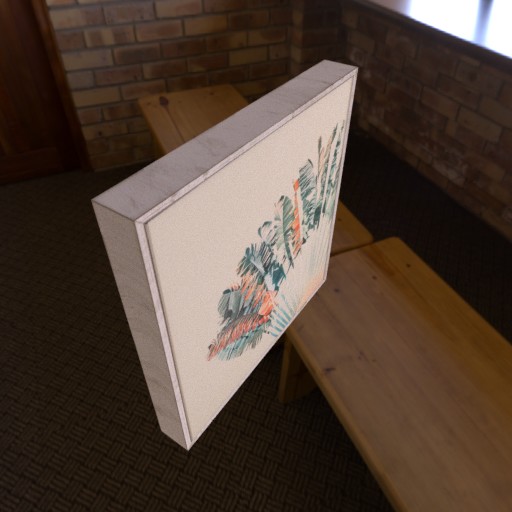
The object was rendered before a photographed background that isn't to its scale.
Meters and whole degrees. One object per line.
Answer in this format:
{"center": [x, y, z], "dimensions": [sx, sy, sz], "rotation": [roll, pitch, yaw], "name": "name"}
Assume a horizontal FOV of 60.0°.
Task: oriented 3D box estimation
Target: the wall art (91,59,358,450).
{"center": [0.000, 0.000, 0.462], "dimensions": [0.038, 0.303, 0.305], "rotation": [25, 48, 25], "name": "wall art"}
